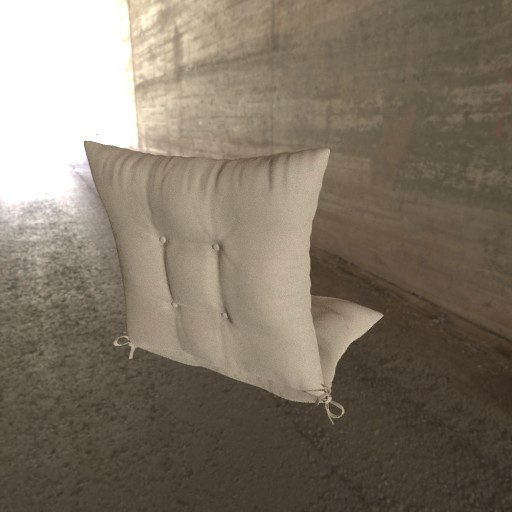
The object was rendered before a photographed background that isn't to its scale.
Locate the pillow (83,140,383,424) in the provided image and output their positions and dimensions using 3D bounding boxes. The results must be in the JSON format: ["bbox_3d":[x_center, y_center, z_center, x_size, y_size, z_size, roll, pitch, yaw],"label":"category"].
[{"bbox_3d":[0.000,0.000,1.040,0.541,0.536,0.585,9,19,26],"label":"pillow"}]
